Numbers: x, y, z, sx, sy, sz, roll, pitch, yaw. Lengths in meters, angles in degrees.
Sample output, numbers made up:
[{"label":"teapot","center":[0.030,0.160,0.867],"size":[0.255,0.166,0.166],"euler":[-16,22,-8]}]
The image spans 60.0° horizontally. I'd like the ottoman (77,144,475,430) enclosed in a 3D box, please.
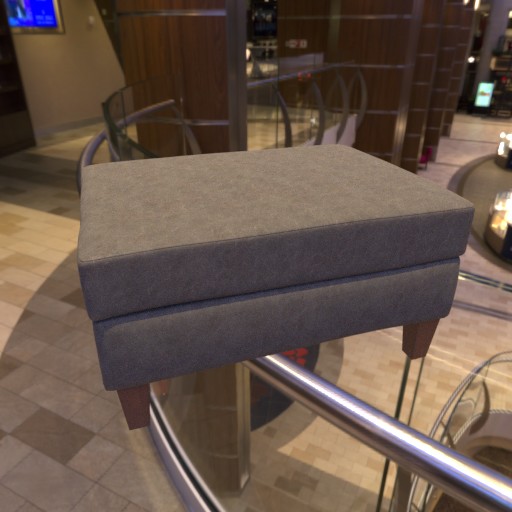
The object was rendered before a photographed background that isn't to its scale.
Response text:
[{"label":"ottoman","center":[0.000,0.000,1.200],"size":[0.839,0.464,0.639],"euler":[-9,28,-17]}]
